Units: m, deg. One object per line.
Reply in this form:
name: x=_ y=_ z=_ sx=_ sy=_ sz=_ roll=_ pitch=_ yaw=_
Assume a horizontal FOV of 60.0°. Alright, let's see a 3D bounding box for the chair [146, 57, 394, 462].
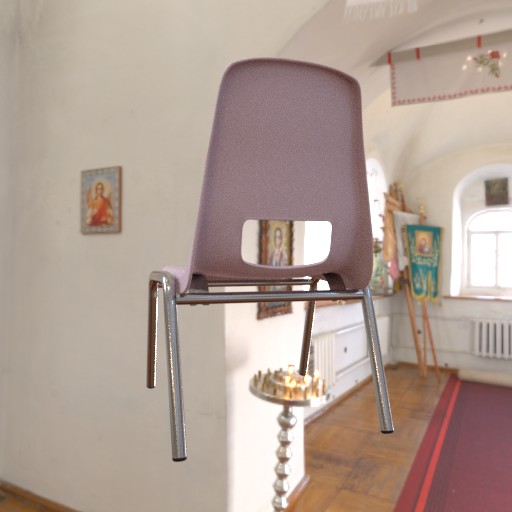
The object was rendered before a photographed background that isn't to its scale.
chair: x=0.000 y=0.000 z=0.780 sx=0.354 sy=0.536 sz=0.385 roll=0 pitch=0 yaw=-17
